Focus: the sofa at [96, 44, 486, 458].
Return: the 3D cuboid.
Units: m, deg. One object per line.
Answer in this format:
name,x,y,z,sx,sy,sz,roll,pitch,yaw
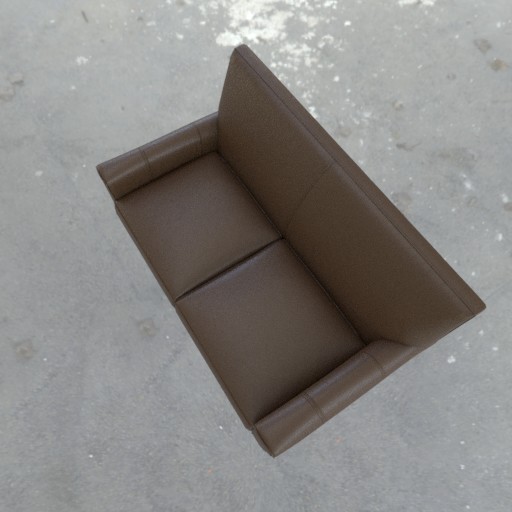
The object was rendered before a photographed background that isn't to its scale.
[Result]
sofa,0.000,0.000,1.985,0.853,0.859,1.468,-31,68,-14
